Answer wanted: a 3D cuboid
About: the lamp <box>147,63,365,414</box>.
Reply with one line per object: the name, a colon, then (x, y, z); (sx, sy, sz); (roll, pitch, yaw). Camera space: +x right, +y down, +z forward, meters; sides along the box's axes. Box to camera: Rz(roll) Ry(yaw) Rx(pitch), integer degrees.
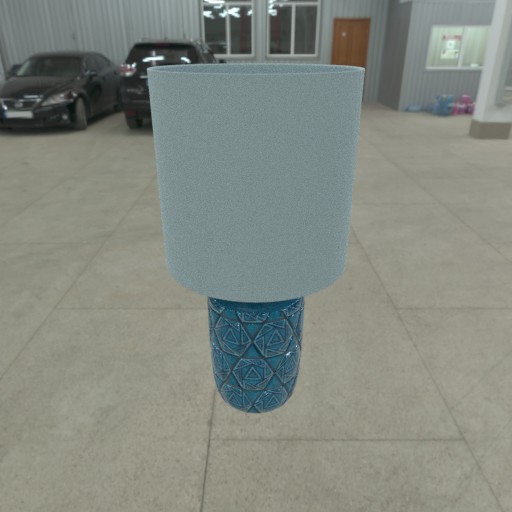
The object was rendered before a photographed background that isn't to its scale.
lamp: (0.000, 0.000, 0.482); (0.193, 0.377, 0.193); (-17, 30, -32)
